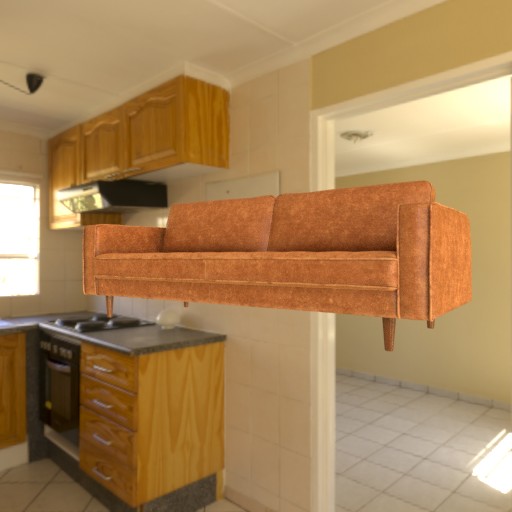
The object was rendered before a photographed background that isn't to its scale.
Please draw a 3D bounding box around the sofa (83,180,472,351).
[{"bbox_3d":[0.000,0.000,2.601,2.199,0.779,0.886,0,0,35],"label":"sofa"}]
